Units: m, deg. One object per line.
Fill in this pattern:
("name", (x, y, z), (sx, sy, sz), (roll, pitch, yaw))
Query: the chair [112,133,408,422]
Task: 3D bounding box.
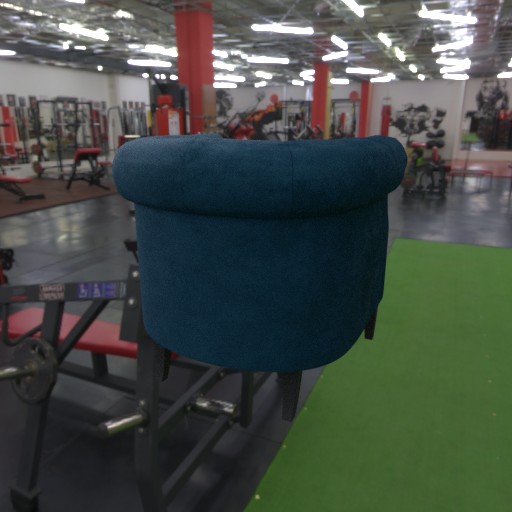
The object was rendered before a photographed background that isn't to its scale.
("chair", (0.000, 0.000, 1.568), (0.904, 0.826, 0.851), (8, 18, 25))
